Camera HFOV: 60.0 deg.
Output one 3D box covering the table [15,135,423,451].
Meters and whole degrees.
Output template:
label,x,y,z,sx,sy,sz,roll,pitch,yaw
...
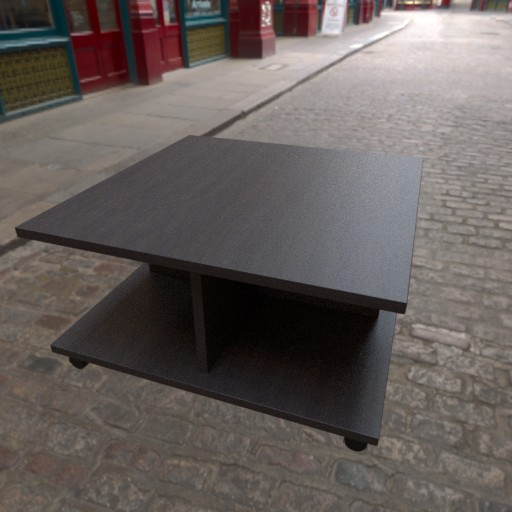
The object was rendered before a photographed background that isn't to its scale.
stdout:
label,x,y,z,sx,sy,sz,roll,pitch,yaw
table,0.000,0.000,1.190,0.762,0.396,0.762,10,31,17
